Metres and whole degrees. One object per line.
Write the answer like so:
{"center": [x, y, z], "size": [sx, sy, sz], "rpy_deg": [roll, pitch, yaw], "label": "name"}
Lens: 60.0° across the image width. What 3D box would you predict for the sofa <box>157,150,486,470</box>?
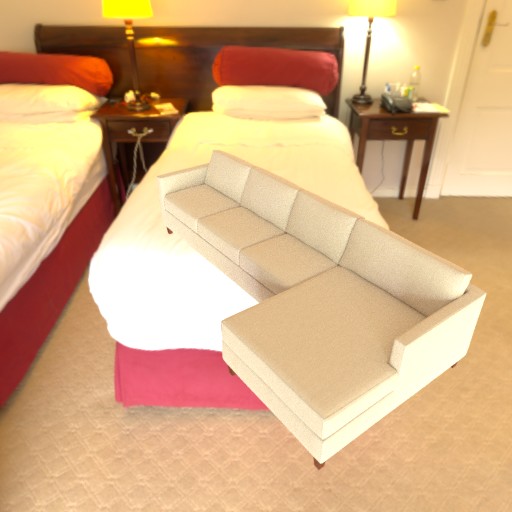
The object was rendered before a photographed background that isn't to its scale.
{"center": [0.000, 0.000, 4.082], "size": [1.599, 0.954, 3.471], "rpy_deg": [-21, 38, -30], "label": "sofa"}
